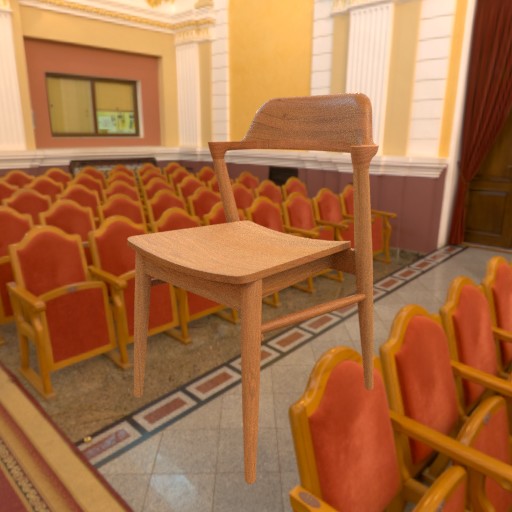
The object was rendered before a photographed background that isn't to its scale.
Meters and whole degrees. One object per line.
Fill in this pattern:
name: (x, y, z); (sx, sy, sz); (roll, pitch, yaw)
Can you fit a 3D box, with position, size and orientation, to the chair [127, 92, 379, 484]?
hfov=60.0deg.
chair: (0.000, 0.000, 1.123); (0.512, 0.792, 0.499); (15, 22, 42)
